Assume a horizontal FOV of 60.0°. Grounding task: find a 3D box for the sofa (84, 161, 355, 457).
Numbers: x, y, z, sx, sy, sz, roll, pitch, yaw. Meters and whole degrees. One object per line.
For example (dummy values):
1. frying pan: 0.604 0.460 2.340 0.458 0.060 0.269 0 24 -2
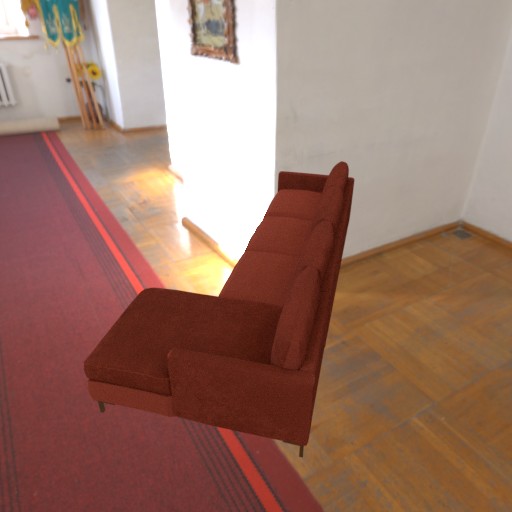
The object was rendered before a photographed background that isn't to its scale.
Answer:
1. sofa: 0.000 0.000 3.618 1.350 0.810 2.932 8 32 13
